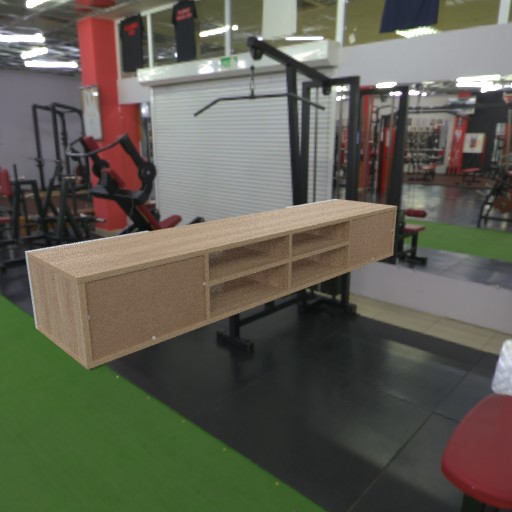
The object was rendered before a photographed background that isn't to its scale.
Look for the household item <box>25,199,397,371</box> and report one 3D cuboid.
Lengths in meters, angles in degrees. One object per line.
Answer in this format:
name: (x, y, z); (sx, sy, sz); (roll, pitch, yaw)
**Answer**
household item: (0.000, 0.000, 2.068); (0.420, 0.310, 1.850); (15, 21, 43)
